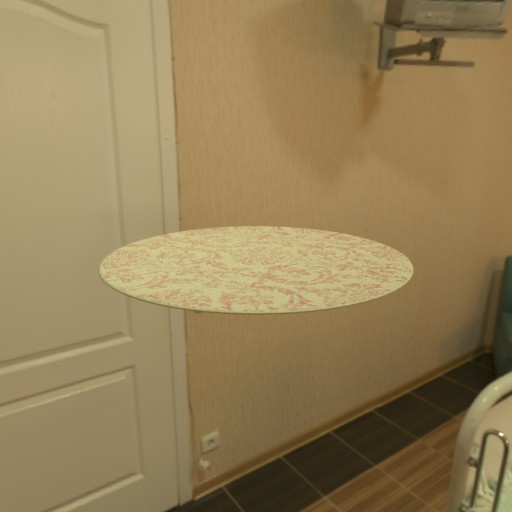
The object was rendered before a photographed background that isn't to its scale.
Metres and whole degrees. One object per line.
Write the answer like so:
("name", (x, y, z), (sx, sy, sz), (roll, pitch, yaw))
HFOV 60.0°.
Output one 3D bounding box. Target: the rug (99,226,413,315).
("rug", (0.000, 0.000, 2.370), (1.593, 0.012, 1.593), (0, 15, 0))
